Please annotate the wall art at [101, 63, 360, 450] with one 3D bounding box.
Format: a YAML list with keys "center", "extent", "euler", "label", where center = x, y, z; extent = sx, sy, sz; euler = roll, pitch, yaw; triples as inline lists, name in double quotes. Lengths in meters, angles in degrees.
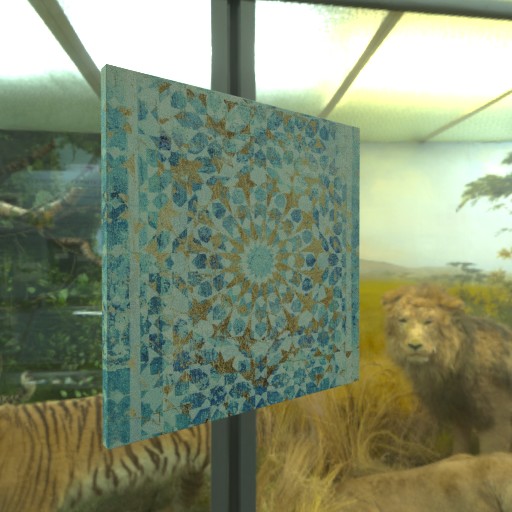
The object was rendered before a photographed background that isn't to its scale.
- center: [0.000, 0.000, 1.341]
  extent: [0.916, 0.916, 0.040]
  euler: [-1, 1, -37]
  label: "wall art"
